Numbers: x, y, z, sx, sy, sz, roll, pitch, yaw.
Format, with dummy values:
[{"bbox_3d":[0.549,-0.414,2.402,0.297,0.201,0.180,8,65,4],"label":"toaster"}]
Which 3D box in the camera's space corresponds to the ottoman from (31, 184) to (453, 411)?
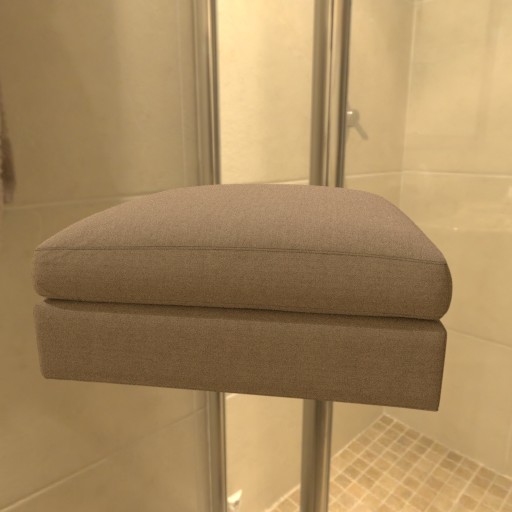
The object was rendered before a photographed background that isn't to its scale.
[{"bbox_3d":[0.000,0.000,1.545,1.041,0.470,1.041,2,14,8],"label":"ottoman"}]
